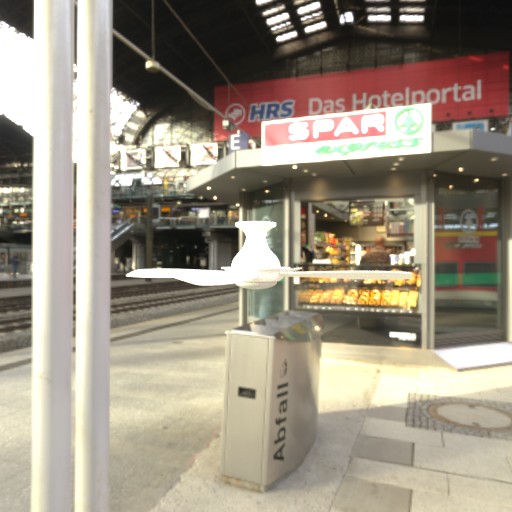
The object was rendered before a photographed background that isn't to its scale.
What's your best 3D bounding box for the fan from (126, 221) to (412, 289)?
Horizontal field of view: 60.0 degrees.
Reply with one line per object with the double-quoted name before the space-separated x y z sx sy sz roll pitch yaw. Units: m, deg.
"fan" 0.000 0.000 2.548 1.693 0.382 1.694 0 -1 20
